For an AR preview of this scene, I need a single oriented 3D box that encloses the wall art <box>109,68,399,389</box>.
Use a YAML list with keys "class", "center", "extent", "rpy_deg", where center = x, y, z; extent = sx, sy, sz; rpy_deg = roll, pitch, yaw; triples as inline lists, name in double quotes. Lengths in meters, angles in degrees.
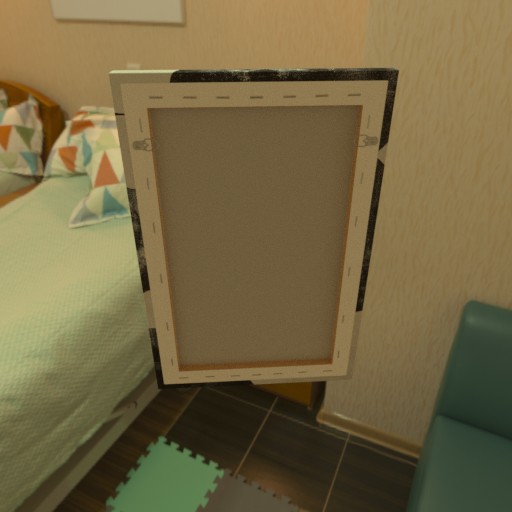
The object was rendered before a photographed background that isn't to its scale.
- class: "wall art"
  center: [0.000, 0.000, 1.174]
  extent: [0.610, 0.915, 0.041]
  rpy_deg: [-2, 30, -3]
